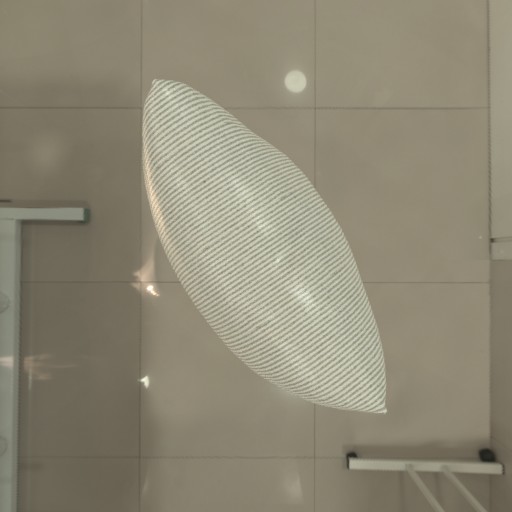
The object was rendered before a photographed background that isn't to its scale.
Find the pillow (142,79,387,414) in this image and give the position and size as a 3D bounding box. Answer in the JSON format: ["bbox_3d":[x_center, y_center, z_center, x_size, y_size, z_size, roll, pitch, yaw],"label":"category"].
[{"bbox_3d":[0.000,0.000,0.690,0.310,0.432,0.387,0,90,0],"label":"pillow"}]
